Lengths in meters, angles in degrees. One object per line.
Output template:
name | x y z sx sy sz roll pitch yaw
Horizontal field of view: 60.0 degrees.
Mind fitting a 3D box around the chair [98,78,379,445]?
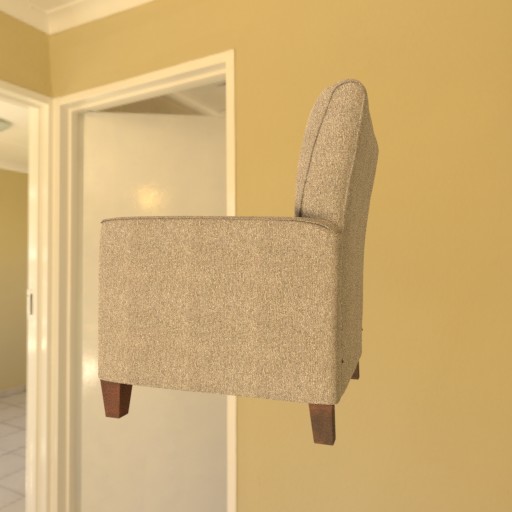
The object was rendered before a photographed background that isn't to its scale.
chair | 0.000 0.000 1.649 0.858 1.028 0.841 0 -1 18
